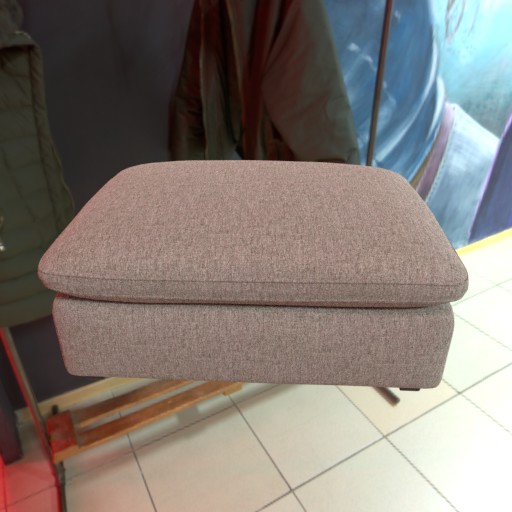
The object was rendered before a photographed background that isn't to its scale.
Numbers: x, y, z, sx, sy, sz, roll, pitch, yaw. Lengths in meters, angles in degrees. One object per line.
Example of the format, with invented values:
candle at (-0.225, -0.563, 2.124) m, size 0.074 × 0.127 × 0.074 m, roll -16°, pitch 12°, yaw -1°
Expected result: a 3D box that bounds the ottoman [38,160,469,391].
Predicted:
ottoman at (0.000, 0.000, 1.306) m, size 0.977 × 0.451 × 0.694 m, roll 1°, pitch 31°, yaw 2°
